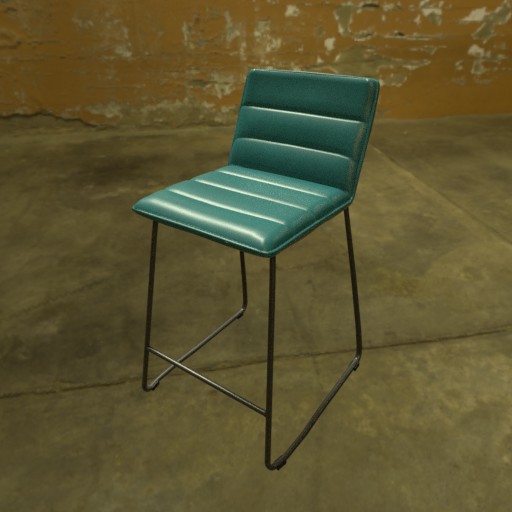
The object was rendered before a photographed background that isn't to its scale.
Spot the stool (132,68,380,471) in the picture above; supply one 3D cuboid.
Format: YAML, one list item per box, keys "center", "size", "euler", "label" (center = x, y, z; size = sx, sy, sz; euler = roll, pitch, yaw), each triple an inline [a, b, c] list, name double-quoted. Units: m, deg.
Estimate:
- center: [0.000, 0.000, 1.178]
  size: [0.489, 0.866, 0.524]
  euler: [19, 34, 30]
  label: "stool"
